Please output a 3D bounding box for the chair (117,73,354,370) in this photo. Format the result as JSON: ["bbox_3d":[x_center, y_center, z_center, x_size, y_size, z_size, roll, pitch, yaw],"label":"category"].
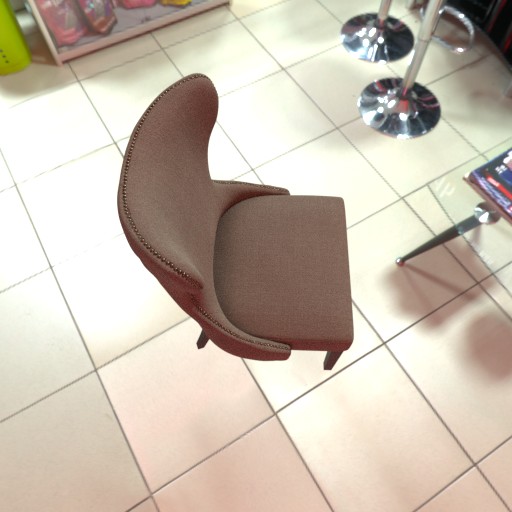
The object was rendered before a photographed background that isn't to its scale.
[{"bbox_3d":[0.000,0.000,1.446,0.635,0.967,0.628,2,63,1],"label":"chair"}]
